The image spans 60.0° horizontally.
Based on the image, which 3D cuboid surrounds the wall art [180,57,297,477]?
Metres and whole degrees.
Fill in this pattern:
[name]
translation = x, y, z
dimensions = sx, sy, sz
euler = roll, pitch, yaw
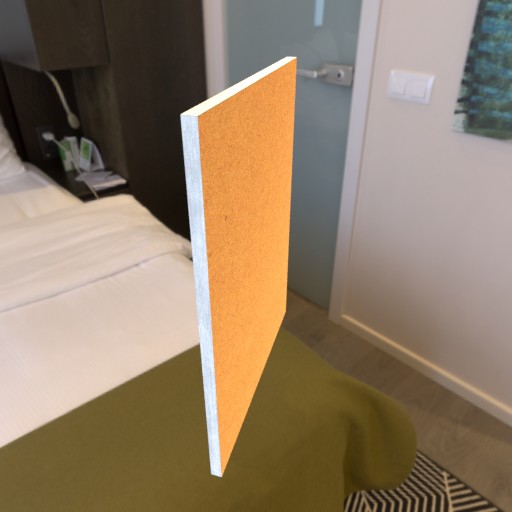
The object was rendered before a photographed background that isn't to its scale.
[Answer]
[wall art]
translation = 0.000, 0.000, 0.810
dimensions = 0.020, 0.613, 0.481
euler = 9, 32, 14
